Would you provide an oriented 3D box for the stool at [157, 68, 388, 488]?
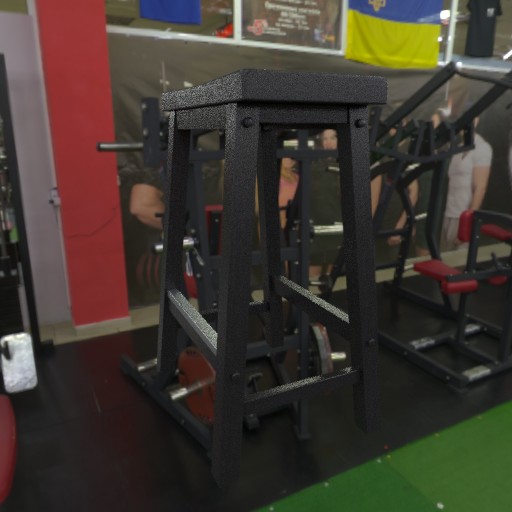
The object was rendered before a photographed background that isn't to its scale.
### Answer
[{"bbox_3d":[0.000,0.000,0.847,0.322,0.610,0.406,-8,18,-25],"label":"stool"}]
